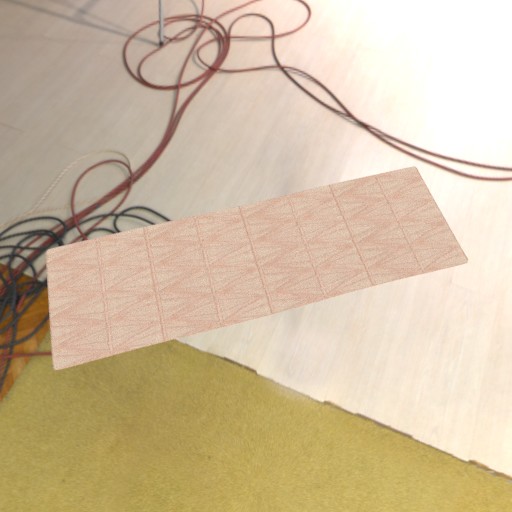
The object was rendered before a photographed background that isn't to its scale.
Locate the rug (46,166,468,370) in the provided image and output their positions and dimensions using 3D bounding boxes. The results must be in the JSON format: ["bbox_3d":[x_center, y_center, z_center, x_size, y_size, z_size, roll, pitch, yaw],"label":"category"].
[{"bbox_3d":[0.000,0.000,2.663,2.435,0.015,0.760,-14,63,-7],"label":"rug"}]
